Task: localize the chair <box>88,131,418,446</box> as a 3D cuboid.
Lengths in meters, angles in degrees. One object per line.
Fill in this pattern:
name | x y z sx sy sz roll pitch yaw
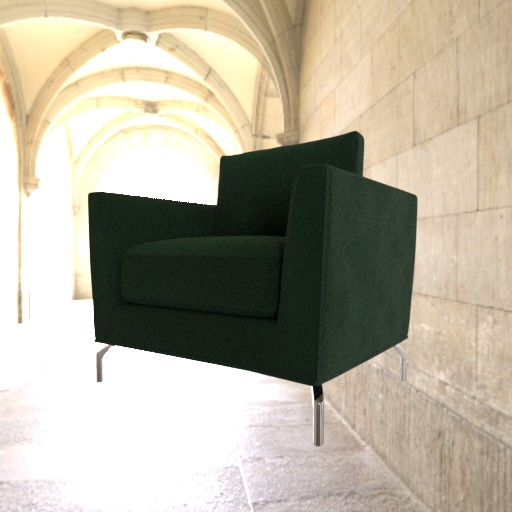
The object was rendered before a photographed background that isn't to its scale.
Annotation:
chair | 0.000 0.000 1.782 1.047 0.997 0.852 1 1 36
